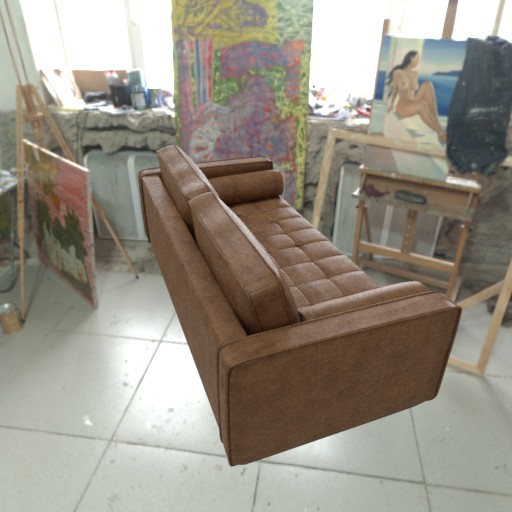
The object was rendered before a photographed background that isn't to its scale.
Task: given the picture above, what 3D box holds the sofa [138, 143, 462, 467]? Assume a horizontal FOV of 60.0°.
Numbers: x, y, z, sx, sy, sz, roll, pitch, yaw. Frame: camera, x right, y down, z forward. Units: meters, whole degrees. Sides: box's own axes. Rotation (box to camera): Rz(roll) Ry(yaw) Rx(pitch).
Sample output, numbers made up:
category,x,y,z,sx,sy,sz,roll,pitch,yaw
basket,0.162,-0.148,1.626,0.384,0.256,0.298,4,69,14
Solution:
category,x,y,z,sx,sy,sz,roll,pitch,yaw
sofa,0.000,0.000,2.328,0.924,0.825,1.920,-11,32,-18
